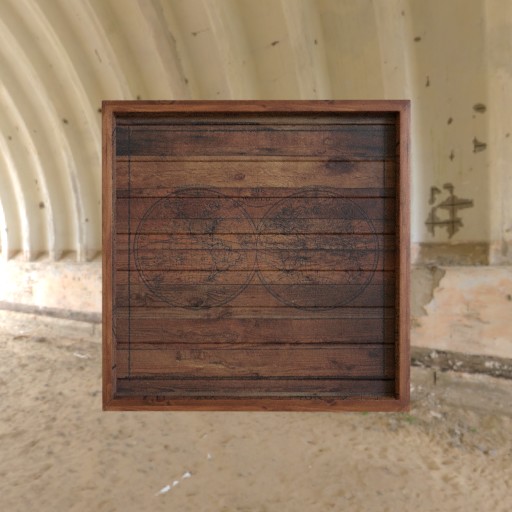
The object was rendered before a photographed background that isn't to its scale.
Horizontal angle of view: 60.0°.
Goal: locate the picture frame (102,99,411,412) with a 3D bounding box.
[{"bbox_3d":[0.000,0.000,0.518,0.352,0.356,0.028,0,0,0],"label":"picture frame"}]
